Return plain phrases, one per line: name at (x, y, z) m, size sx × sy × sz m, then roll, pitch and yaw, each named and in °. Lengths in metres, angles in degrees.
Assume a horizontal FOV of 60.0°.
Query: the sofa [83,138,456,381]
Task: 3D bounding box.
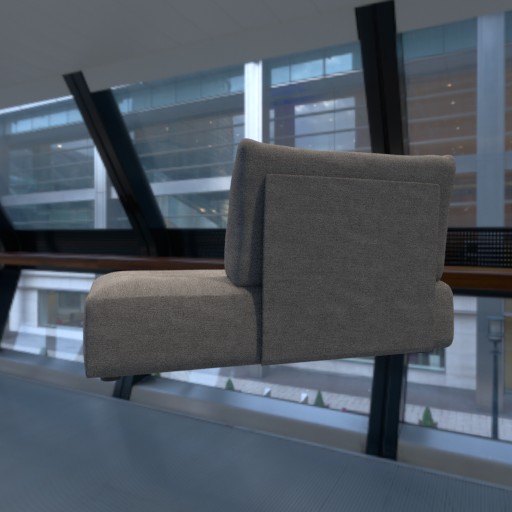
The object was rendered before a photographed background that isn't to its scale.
sofa at (0.000, 0.000, 2.018) m, size 1.450 × 0.820 × 1.002 m, roll 0°, pitch 1°, yaw -19°
